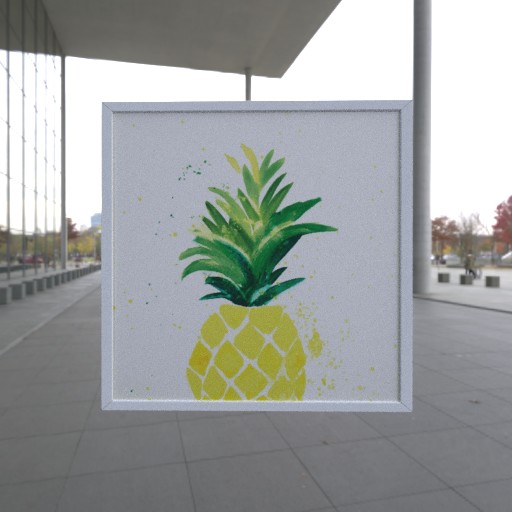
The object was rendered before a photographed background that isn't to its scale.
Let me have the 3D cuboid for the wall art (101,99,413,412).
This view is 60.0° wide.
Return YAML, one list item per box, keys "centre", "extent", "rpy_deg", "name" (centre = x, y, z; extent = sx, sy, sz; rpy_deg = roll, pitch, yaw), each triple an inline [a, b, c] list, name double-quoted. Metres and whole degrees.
- centre: [0.000, 0.000, 1.105]
  extent: [0.763, 0.761, 0.038]
  rpy_deg: [0, 0, 1]
  name: "wall art"
